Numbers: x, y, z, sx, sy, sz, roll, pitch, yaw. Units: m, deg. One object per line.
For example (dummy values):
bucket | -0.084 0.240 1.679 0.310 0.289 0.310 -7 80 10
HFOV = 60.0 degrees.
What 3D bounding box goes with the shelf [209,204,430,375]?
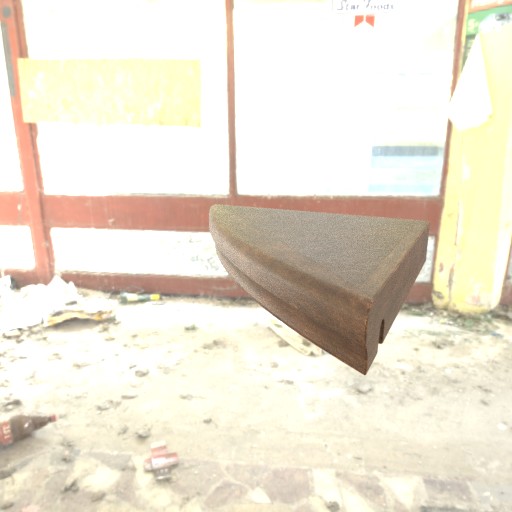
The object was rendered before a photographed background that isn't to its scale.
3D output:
shelf | 0.000 0.000 0.470 0.310 0.050 0.310 8 17 26
